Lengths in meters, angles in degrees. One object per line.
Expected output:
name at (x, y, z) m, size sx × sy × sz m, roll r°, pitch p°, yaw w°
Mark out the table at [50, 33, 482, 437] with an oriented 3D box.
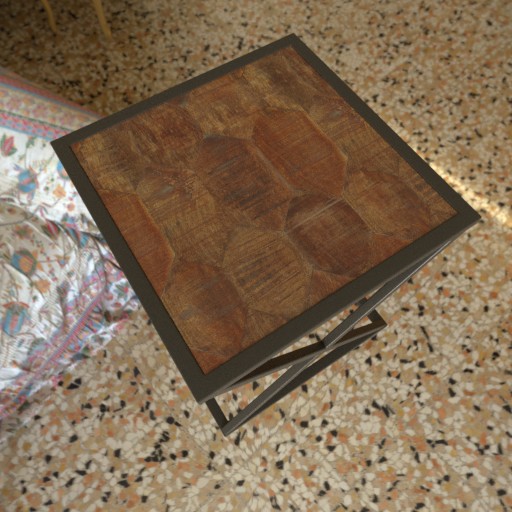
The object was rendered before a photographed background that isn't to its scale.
table at (0.000, 0.000, 0.961) m, size 0.500 × 0.565 × 0.500 m, roll -30°, pitch 67°, yaw -14°
